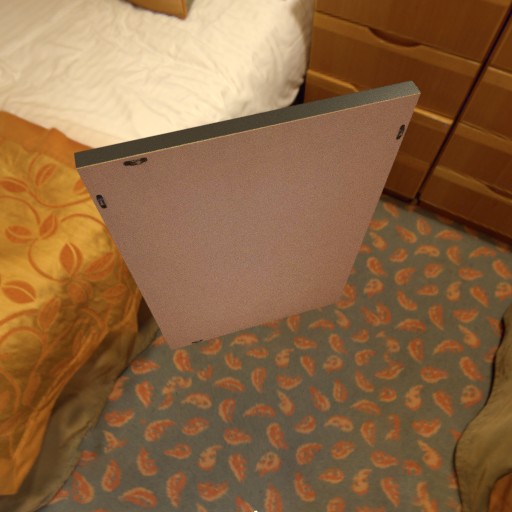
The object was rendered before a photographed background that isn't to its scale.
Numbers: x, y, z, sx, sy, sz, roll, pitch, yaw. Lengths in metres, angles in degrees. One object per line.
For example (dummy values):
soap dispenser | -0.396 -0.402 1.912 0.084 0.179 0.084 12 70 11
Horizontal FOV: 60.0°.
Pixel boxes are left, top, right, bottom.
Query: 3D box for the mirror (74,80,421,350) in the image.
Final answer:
mirror | 0.000 0.000 1.153 0.609 0.915 0.040 -15 61 -8
